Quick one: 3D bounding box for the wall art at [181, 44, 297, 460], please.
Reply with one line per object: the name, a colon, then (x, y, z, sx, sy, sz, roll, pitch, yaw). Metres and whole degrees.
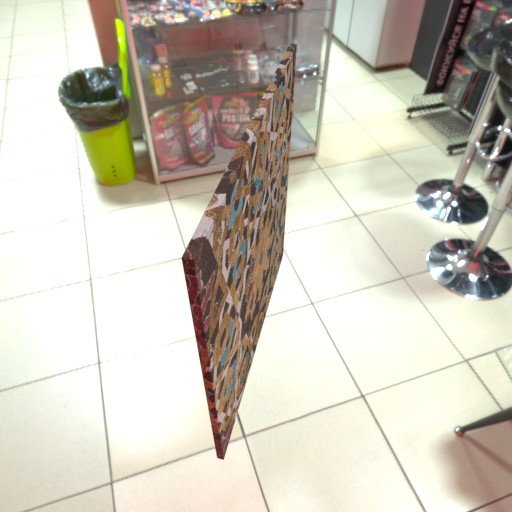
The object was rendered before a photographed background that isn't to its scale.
wall art: (0.000, 0.000, 0.603, 0.010, 0.406, 0.404, 10, 47, 10)
